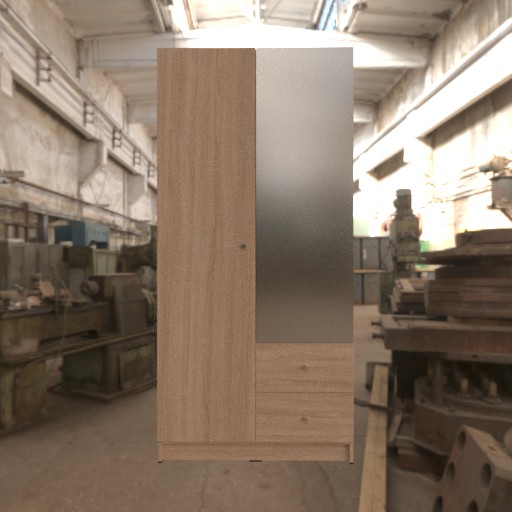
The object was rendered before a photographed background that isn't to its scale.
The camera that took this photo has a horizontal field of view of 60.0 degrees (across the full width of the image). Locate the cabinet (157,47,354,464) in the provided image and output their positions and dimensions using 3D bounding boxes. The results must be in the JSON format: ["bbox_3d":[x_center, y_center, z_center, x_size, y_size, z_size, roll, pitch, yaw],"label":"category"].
[{"bbox_3d":[0.000,0.000,2.533,1.001,2.121,0.590,0,0,1],"label":"cabinet"}]
